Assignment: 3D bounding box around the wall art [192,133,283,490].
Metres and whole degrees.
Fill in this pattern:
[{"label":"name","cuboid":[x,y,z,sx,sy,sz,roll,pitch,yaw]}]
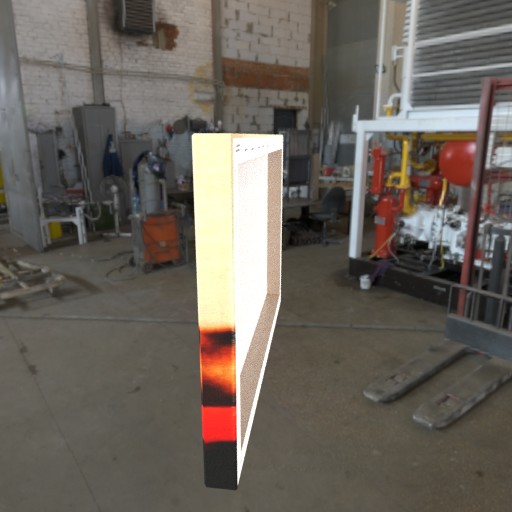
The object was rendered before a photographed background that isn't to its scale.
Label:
[{"label":"wall art","cuboid":[0.000,0.000,0.760,0.040,0.402,0.613,2,15,8]}]
